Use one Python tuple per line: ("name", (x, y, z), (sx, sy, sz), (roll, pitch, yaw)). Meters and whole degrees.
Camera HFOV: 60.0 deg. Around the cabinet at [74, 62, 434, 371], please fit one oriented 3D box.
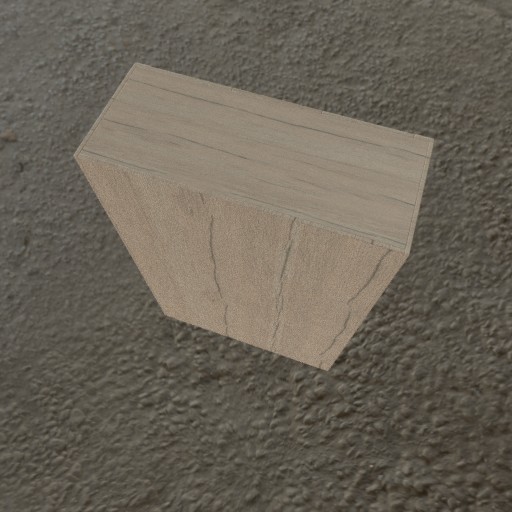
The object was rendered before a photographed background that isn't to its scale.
("cabinet", (0.000, 0.000, 2.783), (1.400, 2.070, 0.580), (17, 65, 8))
